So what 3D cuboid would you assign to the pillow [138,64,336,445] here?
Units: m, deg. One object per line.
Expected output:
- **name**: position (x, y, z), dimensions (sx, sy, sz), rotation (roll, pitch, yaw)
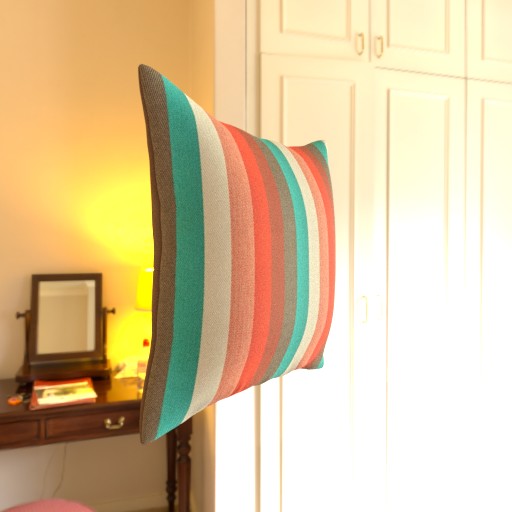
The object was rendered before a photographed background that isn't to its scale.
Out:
- **pillow**: position (0.000, 0.000, 0.686), dimensions (0.168, 0.443, 0.453), rotation (1, 1, 36)
